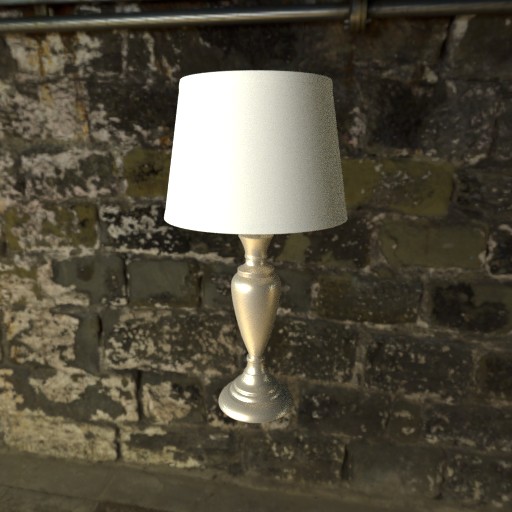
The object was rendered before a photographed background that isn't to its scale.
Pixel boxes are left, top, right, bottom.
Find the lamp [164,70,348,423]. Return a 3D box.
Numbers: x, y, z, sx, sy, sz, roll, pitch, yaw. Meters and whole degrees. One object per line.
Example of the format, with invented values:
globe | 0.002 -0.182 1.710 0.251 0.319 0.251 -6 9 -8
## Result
lamp | 0.000 0.000 0.829 0.328 0.612 0.328 0 15 0
